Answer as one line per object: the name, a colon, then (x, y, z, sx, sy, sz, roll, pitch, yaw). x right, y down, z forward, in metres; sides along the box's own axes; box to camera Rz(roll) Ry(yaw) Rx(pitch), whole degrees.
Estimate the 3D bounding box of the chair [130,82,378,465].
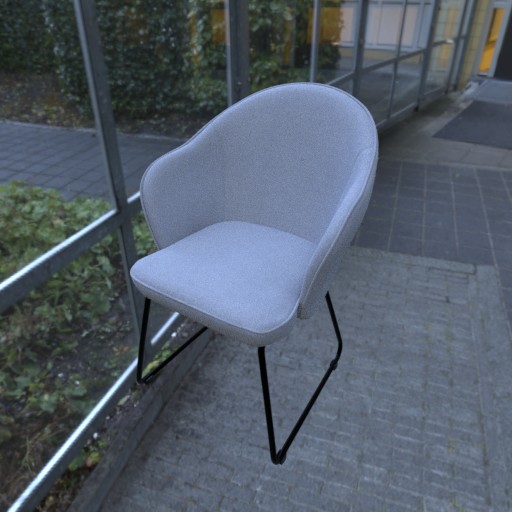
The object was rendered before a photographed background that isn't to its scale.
chair: (0.000, 0.000, 1.222, 0.570, 0.817, 0.592, 18, 36, 27)
